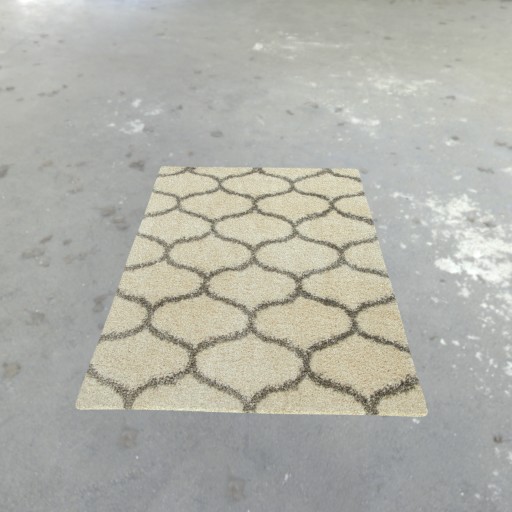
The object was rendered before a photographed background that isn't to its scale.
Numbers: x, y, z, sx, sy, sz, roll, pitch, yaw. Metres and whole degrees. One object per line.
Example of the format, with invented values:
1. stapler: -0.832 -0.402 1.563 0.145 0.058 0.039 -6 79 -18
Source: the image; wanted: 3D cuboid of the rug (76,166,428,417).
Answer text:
1. rug: 0.000 0.000 2.096 1.200 0.025 1.600 1 41 1
